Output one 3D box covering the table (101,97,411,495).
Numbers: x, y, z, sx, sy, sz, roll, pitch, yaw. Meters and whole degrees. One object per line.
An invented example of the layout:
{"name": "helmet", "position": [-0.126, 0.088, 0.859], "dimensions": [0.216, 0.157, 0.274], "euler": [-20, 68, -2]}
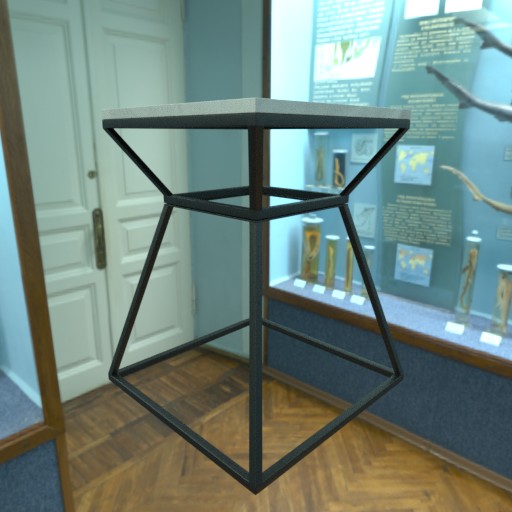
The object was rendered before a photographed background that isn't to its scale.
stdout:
{"name": "table", "position": [0.000, 0.000, 0.890], "dimensions": [0.455, 0.559, 0.455], "euler": [-15, 21, -43]}
